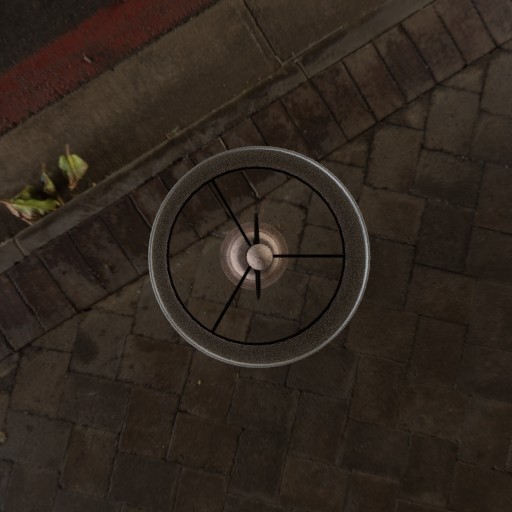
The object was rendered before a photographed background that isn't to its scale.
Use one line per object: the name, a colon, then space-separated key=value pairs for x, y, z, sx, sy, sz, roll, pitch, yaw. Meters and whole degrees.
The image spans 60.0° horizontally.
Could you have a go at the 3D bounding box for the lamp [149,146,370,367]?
lamp: x=0.000 y=0.000 z=0.670 sx=0.273 sy=0.497 sz=0.273 roll=0 pitch=90 yaw=-1
